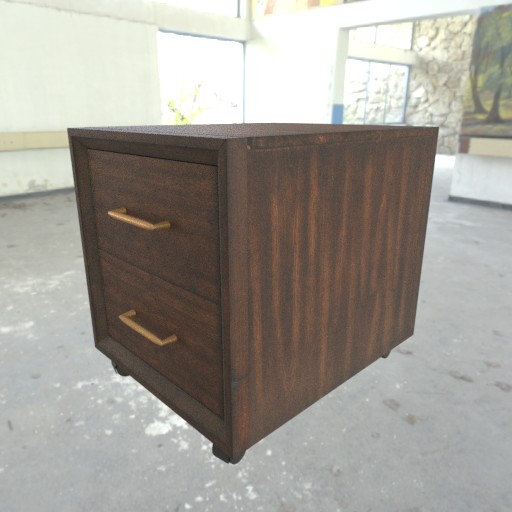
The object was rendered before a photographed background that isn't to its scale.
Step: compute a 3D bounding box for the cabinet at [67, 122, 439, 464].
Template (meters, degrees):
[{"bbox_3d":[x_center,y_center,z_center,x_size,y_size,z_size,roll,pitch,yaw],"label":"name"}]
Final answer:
[{"bbox_3d":[0.000,0.000,0.815,0.500,0.455,0.402,-17,25,-41],"label":"cabinet"}]
